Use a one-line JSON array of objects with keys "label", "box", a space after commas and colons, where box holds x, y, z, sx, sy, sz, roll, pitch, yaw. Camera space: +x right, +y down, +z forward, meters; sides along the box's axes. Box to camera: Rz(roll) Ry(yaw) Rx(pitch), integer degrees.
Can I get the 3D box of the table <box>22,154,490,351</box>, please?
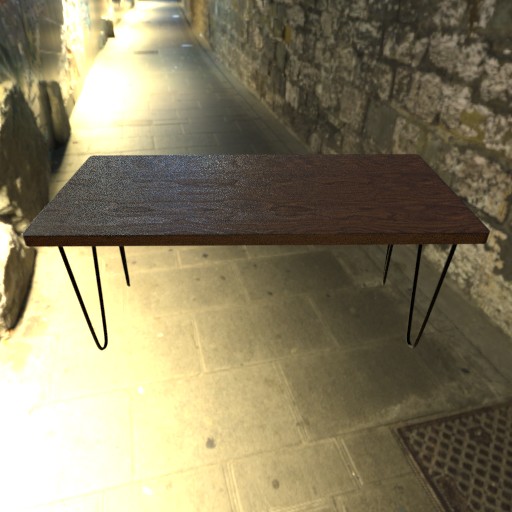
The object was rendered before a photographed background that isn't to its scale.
[{"label": "table", "box": [0.000, 0.000, 2.253, 1.791, 0.753, 0.883, 0, 32, -1]}]
